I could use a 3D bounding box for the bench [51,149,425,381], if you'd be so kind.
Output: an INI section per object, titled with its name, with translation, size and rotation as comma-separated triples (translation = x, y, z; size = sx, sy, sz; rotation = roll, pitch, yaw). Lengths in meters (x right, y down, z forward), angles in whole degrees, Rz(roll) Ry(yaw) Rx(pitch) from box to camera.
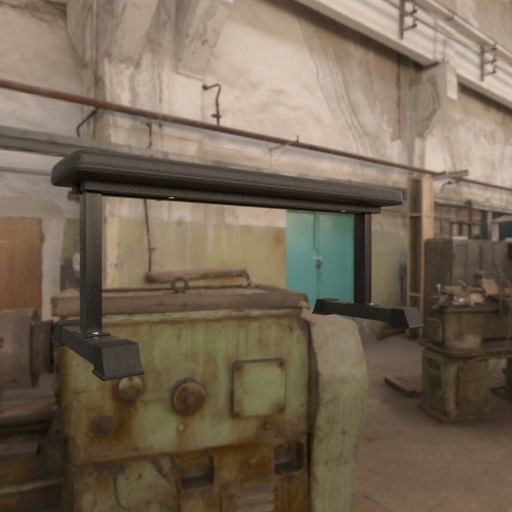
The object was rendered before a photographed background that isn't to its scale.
[bench]
translation = 0.000, 0.000, 1.289
size = 1.072, 0.453, 0.439
rotation = 0, 1, -36
